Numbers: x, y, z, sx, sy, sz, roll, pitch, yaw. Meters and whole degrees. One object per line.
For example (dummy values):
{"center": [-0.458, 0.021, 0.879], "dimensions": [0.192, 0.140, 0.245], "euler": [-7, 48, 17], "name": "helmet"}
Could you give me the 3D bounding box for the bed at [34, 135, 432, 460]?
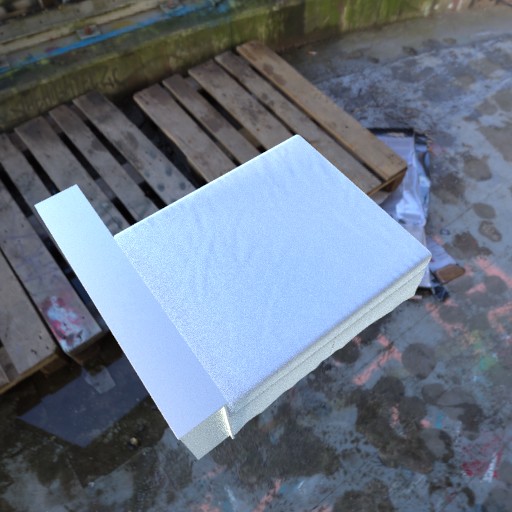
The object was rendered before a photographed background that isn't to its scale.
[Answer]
{"center": [0.000, 0.000, 3.156], "dimensions": [2.133, 1.092, 1.671], "euler": [-33, 64, -18], "name": "bed"}
